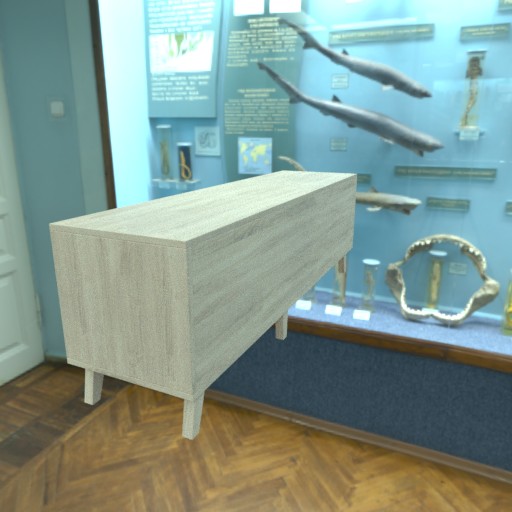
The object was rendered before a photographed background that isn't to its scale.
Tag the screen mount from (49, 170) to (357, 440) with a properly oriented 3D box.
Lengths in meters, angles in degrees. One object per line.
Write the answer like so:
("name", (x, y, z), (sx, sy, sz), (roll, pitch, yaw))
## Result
("screen mount", (0.000, 0.000, 1.718), (0.400, 0.510, 1.500), (8, 18, 25))
